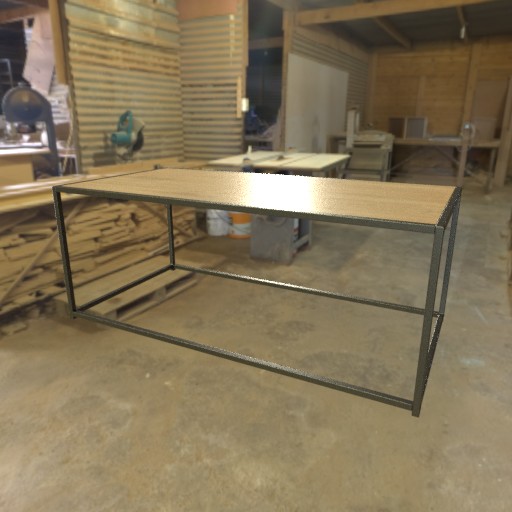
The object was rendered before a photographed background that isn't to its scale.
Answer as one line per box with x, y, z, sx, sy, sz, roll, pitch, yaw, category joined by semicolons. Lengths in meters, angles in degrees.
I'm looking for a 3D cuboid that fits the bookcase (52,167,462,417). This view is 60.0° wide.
0.000;0.000;1.266;1.000;0.400;0.500;9;20;26;bookcase
